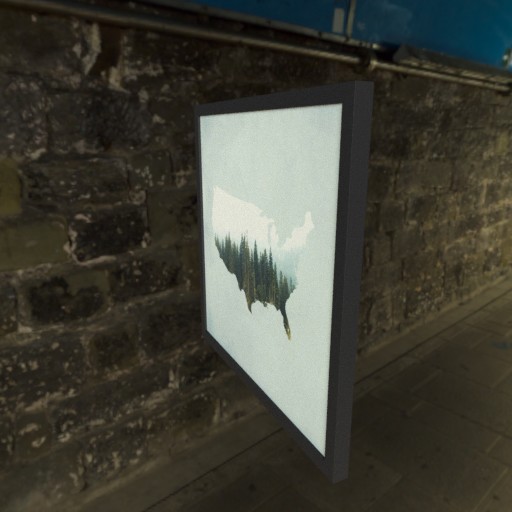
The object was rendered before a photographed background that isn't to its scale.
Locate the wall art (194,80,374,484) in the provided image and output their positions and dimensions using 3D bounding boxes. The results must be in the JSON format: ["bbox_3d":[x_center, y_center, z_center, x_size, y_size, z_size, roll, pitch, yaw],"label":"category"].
[{"bbox_3d":[0.000,0.000,1.129,0.038,0.763,0.763,-8,17,-26],"label":"wall art"}]
